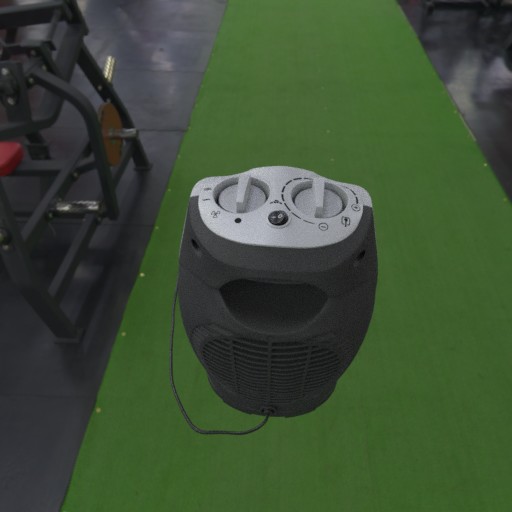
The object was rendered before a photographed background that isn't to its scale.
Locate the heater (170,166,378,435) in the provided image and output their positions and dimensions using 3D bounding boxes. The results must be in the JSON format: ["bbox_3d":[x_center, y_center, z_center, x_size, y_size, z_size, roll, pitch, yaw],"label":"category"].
[{"bbox_3d":[0.000,0.000,0.478,0.239,0.255,0.291,4,45,4],"label":"heater"}]
